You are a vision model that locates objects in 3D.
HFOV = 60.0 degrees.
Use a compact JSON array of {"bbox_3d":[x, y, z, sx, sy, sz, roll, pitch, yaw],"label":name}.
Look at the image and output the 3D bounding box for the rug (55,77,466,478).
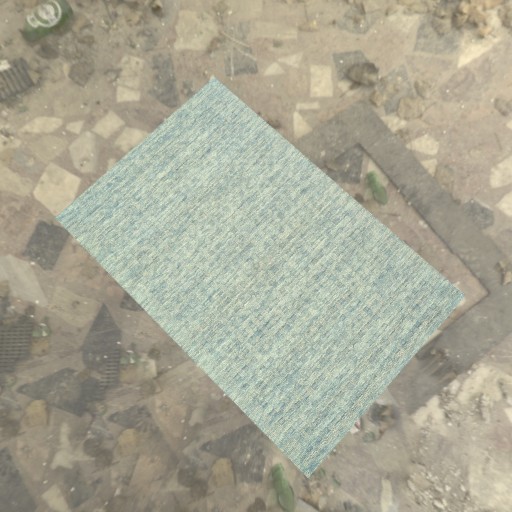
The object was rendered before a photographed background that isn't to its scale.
[{"bbox_3d":[0.000,0.000,2.219,1.752,0.006,1.142,43,80,9],"label":"rug"}]
